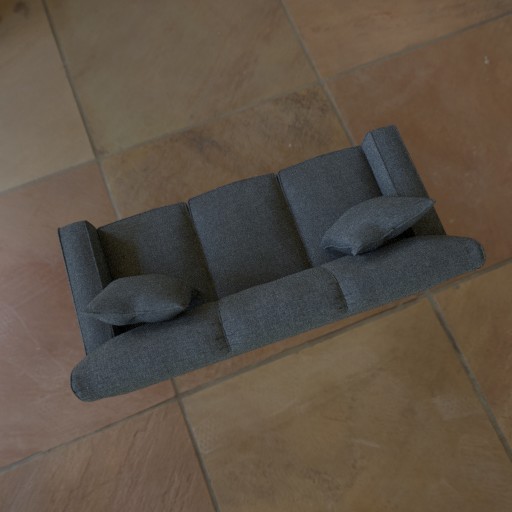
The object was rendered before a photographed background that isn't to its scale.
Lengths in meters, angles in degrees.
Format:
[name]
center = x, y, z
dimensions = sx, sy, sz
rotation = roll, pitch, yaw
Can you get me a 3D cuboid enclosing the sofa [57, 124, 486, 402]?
[sofa]
center = 0.000, 0.000, 2.541
dimensions = 2.024, 0.958, 0.997
rotation = -18, 76, -5
